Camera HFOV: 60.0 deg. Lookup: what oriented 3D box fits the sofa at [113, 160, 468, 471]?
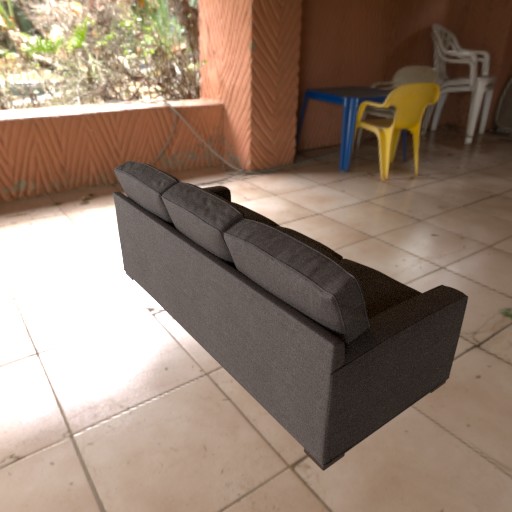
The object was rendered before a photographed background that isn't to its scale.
[{"bbox_3d":[0.000,0.000,2.901,1.004,0.978,2.369,-18,31,-32],"label":"sofa"}]
